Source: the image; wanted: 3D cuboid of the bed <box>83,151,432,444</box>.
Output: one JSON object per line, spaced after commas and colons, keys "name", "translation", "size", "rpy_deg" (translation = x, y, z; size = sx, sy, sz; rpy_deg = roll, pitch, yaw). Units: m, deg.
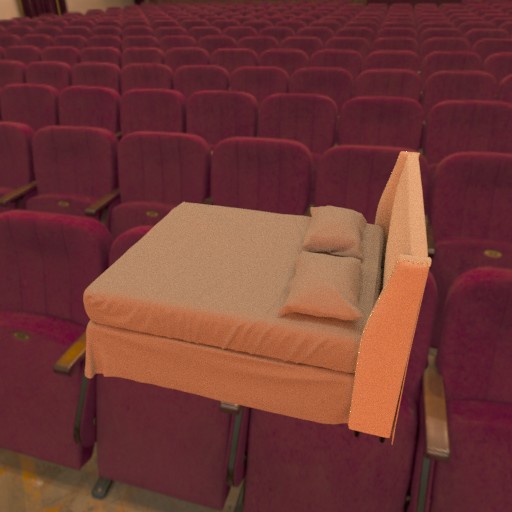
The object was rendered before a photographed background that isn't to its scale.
{"name": "bed", "translation": [0.000, 0.000, 3.448], "size": [2.276, 1.332, 1.925], "rpy_deg": [8, 31, 14]}
